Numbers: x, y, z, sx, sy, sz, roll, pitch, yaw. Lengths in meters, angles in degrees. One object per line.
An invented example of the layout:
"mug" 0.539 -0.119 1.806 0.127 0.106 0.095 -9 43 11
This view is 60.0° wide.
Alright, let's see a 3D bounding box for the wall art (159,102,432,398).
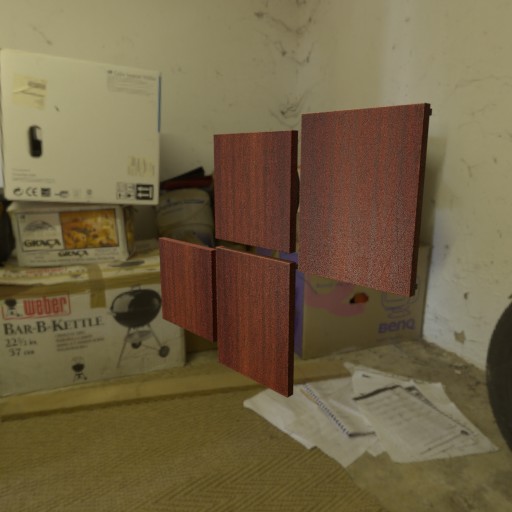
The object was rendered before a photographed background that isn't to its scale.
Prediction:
"wall art" 0.000 0.000 0.837 0.030 0.497 0.635 -12 17 -43
